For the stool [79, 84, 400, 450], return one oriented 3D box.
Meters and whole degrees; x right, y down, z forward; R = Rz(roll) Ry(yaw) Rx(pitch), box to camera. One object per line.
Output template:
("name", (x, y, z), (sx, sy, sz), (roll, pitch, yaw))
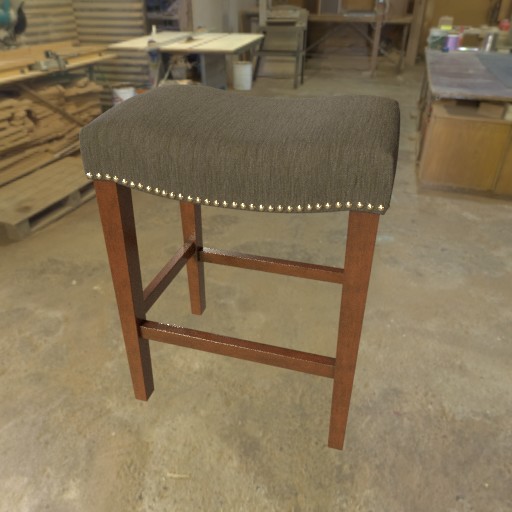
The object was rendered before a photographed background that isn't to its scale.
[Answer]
("stool", (0.000, 0.000, 0.953), (0.504, 0.654, 0.372), (9, 32, 14))
